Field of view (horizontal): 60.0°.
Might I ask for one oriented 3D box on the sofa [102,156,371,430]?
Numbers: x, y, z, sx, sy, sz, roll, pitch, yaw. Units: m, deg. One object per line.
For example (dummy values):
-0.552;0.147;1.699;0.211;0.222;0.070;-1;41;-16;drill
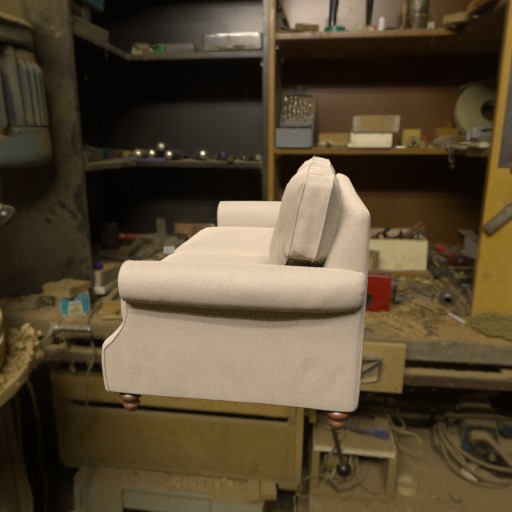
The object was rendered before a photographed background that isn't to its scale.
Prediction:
0.000;0.000;2.242;0.964;0.937;1.665;2;15;8;sofa
